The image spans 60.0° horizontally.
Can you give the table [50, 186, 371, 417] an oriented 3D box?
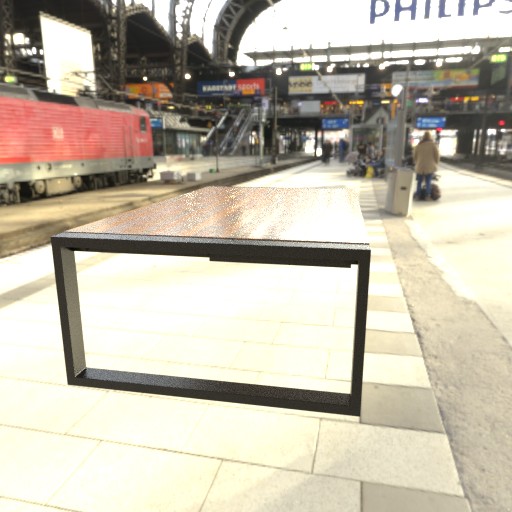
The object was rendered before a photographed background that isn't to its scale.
[{"bbox_3d":[0.000,0.000,1.690,0.750,0.400,1.350,3,14,10],"label":"table"}]
